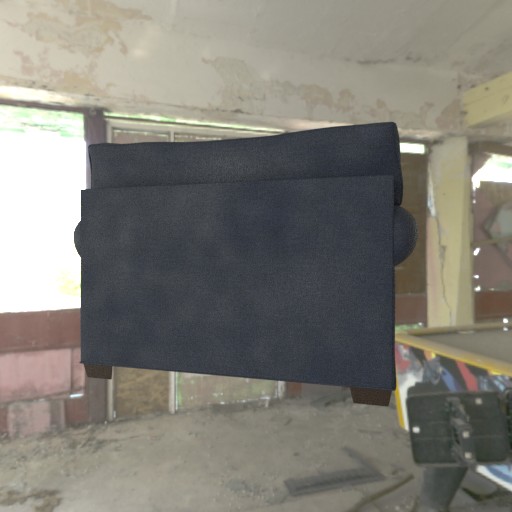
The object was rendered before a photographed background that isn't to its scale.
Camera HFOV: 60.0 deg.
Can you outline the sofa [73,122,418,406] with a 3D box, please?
[{"bbox_3d":[0.000,0.000,2.086,1.405,1.004,0.938,0,1,17],"label":"sofa"}]
